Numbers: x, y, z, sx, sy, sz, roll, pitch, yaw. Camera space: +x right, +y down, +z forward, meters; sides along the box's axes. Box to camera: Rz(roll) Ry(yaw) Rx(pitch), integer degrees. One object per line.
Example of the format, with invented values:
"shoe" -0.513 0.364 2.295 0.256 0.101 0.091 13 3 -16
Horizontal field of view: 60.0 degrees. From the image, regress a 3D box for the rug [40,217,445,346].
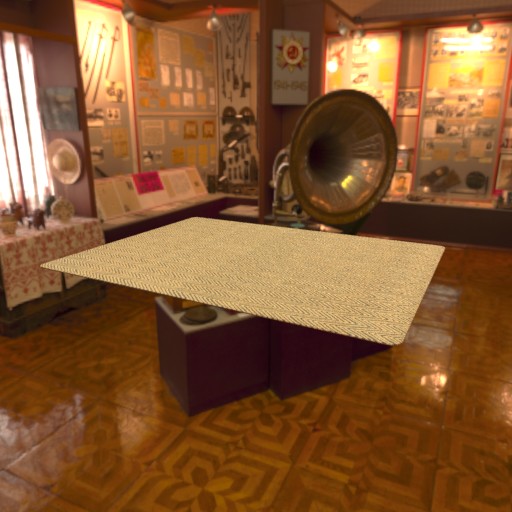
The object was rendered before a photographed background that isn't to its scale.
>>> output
"rug" 0.000 0.000 4.332 3.207 0.014 2.439 9 19 27
